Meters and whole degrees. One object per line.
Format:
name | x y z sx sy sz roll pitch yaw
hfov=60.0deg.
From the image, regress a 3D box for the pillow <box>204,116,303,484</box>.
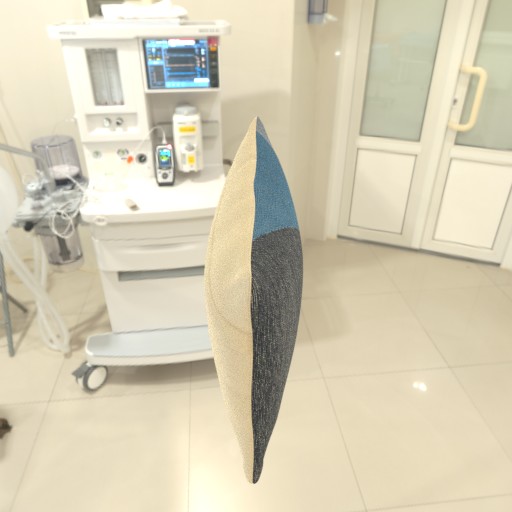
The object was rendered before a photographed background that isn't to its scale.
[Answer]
pillow | 0.000 0.000 0.726 0.148 0.307 0.604 0 31 1
